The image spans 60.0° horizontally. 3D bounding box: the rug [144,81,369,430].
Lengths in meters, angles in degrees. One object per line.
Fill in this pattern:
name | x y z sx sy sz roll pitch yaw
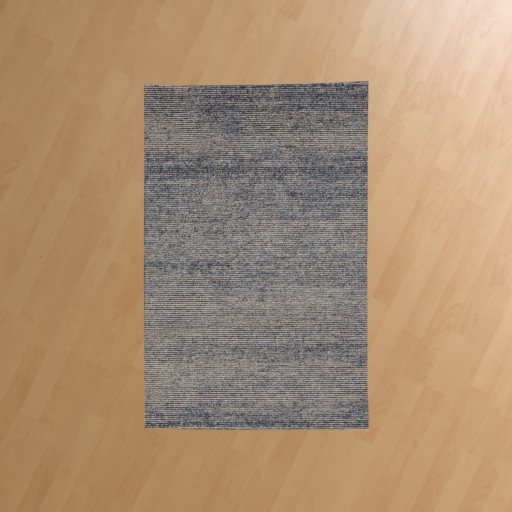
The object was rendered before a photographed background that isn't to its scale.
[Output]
rug | 0.000 0.000 2.280 1.159 0.025 1.793 0 90 1
